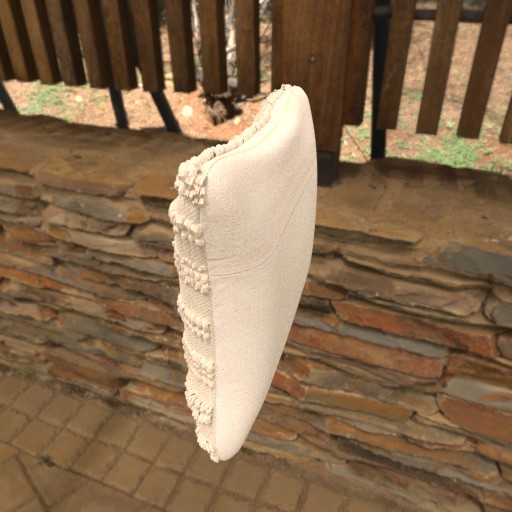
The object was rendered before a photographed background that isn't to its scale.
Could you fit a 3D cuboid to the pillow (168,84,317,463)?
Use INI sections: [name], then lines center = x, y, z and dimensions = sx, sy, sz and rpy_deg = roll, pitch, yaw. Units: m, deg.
[pillow]
center = 0.000, 0.000, 0.667
dimensions = 0.145, 0.427, 0.437
rpy_deg = 8, 32, 14
